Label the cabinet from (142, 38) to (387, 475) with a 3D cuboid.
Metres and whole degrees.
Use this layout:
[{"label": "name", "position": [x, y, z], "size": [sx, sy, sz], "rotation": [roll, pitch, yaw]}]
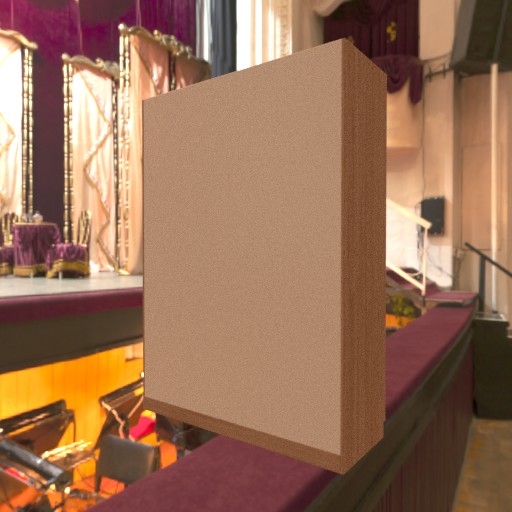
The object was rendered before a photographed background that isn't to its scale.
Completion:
[{"label": "cabinet", "position": [0.000, 0.000, 2.829], "size": [1.500, 2.120, 0.590], "rotation": [1, 1, 37]}]
